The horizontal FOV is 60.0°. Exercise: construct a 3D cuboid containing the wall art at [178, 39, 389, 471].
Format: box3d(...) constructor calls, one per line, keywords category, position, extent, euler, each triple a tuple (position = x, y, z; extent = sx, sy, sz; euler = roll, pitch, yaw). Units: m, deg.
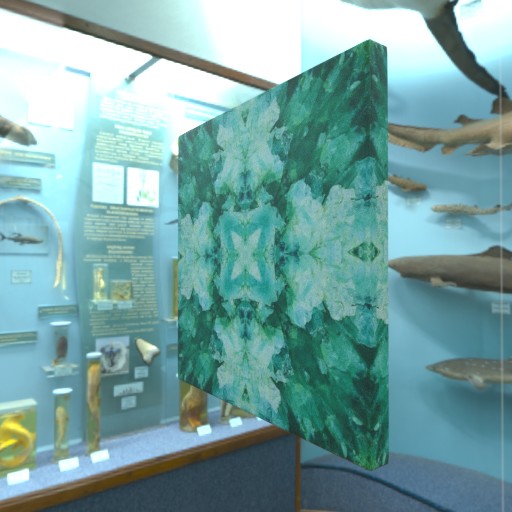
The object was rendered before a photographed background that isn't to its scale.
box3d(category="wall art", position=(0.000, 0.000, 0.732), extent=(0.038, 0.508, 0.507), euler=(0, -1, -36))
